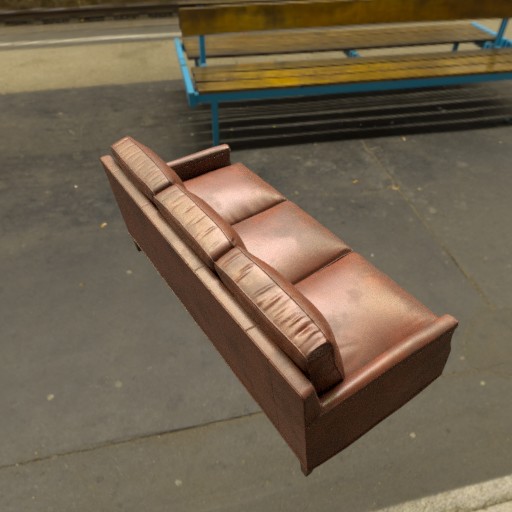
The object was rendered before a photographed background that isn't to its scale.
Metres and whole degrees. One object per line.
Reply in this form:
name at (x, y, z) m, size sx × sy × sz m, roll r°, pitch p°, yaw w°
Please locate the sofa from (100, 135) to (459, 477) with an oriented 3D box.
sofa at (0.000, 0.000, 2.752) m, size 1.084 × 1.003 × 2.240 m, roll -25°, pitch 48°, yaw -25°
